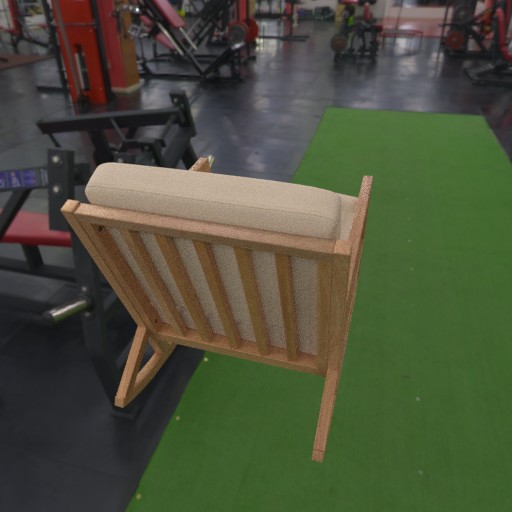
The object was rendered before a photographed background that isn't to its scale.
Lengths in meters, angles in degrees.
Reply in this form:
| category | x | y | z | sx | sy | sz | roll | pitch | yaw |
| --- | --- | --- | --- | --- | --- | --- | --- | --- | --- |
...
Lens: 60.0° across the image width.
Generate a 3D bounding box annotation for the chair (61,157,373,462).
| category | x | y | z | sx | sy | sz | roll | pitch | yaw |
| --- | --- | --- | --- | --- | --- | --- | --- | --- | --- |
| chair | 0.000 | 0.000 | 1.396 | 0.622 | 0.790 | 0.857 | 9 | 34 | 14 |
